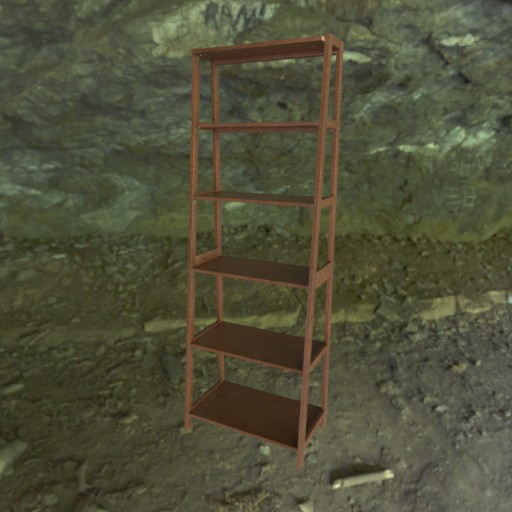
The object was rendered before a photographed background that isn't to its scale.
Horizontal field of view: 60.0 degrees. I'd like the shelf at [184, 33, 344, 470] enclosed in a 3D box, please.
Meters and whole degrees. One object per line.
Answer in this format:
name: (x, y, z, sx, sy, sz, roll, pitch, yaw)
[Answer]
shelf: (0.000, 0.000, 2.129, 0.660, 1.892, 0.382, 7, 16, 26)
